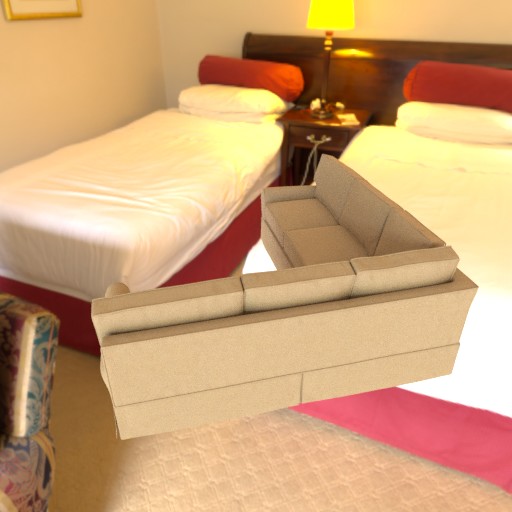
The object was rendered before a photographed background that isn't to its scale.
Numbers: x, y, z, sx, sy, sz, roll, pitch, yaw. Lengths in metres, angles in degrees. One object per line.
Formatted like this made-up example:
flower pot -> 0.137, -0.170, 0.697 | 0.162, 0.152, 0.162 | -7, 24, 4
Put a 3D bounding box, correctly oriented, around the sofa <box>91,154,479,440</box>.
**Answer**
sofa -> 0.000, 0.000, 4.253 | 2.733, 1.124, 2.730 | -7, 31, -12
